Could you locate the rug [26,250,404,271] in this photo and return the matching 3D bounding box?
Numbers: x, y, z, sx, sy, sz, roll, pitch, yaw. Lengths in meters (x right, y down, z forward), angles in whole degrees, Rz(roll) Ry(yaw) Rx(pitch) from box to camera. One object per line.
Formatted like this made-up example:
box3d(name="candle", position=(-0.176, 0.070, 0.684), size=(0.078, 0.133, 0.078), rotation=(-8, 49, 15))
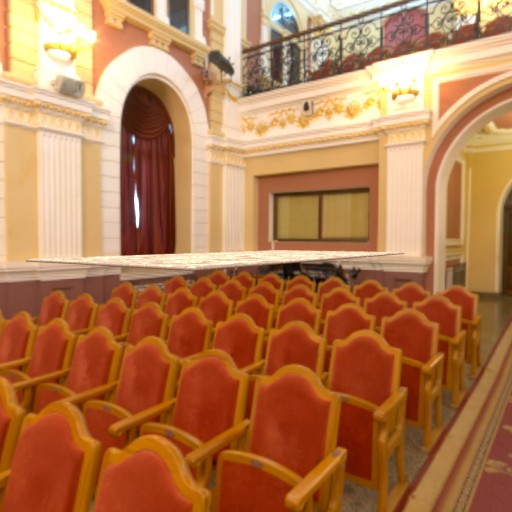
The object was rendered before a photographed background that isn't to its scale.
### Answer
box3d(name="rug", position=(0.000, 0.000, 1.468), size=(0.604, 0.007, 1.219), rotation=(1, 3, 36))
